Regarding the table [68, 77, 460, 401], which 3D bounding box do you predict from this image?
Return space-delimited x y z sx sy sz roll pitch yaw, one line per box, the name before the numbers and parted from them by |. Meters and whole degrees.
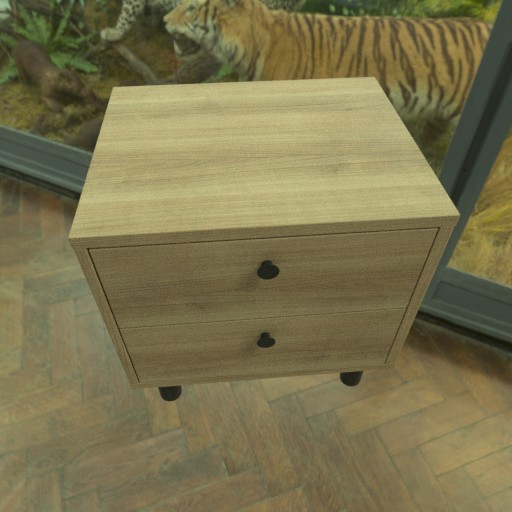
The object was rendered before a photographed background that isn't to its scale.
table | 0.000 0.000 0.787 0.445 0.460 0.380 -4 46 -3
